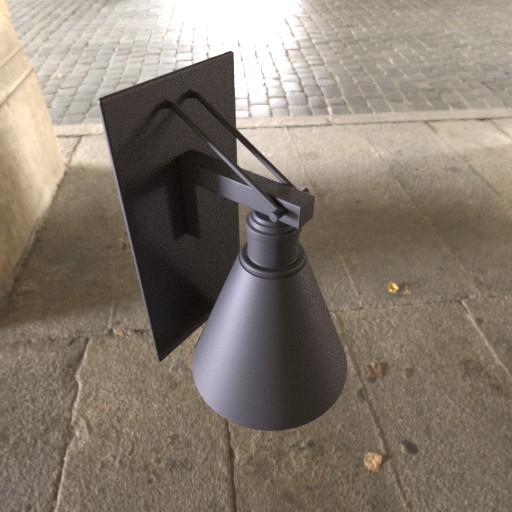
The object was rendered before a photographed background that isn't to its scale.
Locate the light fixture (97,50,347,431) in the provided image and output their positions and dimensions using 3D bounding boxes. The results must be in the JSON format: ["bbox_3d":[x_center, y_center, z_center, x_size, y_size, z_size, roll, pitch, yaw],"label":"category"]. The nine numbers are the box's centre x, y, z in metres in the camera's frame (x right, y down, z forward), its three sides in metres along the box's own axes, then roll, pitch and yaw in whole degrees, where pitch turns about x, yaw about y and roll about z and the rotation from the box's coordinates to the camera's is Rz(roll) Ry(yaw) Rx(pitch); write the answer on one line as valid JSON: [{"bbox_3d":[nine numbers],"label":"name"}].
[{"bbox_3d":[0.000,0.000,0.409,0.207,0.298,0.170,26,47,28],"label":"light fixture"}]
